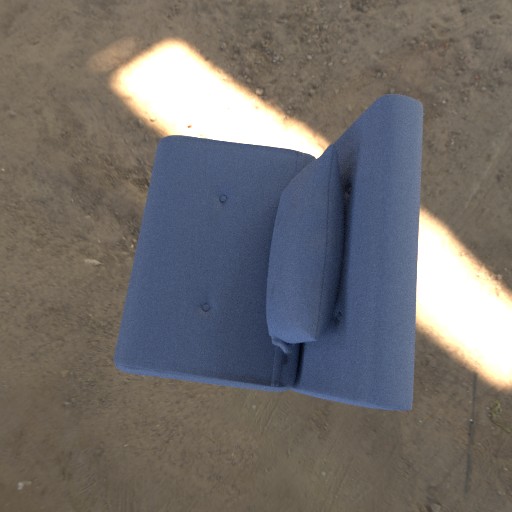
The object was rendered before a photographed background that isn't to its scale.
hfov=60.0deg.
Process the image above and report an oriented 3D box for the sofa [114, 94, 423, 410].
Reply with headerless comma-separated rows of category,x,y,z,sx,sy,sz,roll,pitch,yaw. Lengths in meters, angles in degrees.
sofa,0.000,0.000,1.727,0.996,0.860,0.999,7,75,2
